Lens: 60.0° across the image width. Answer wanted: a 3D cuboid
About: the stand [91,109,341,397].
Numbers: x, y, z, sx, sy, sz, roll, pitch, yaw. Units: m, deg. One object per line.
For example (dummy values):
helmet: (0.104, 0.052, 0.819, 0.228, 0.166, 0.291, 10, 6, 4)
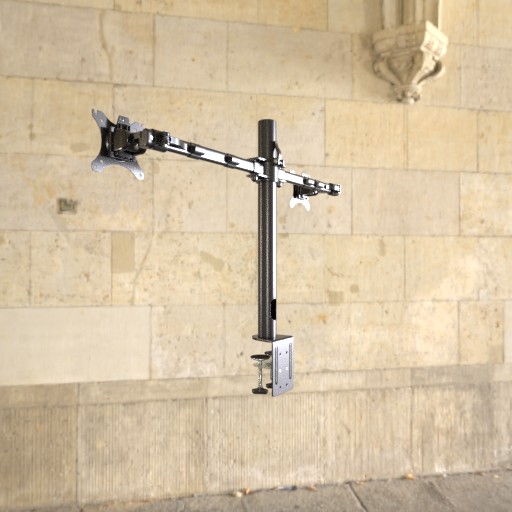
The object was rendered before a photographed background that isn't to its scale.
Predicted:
stand: (0.000, 0.000, 1.012, 0.150, 0.603, 0.743, -1, -1, 37)
